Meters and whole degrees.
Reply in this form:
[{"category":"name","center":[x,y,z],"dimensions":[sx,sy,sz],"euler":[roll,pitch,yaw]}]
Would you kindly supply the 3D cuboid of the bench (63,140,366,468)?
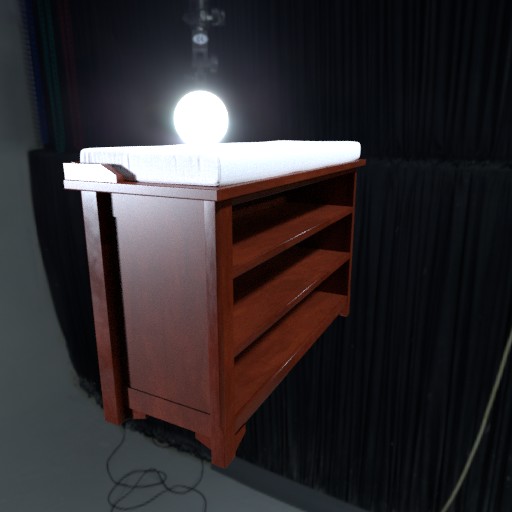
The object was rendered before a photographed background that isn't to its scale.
[{"category":"bench","center":[0.000,0.000,1.311],"dimensions":[0.369,0.646,0.987],"euler":[8,17,26]}]
